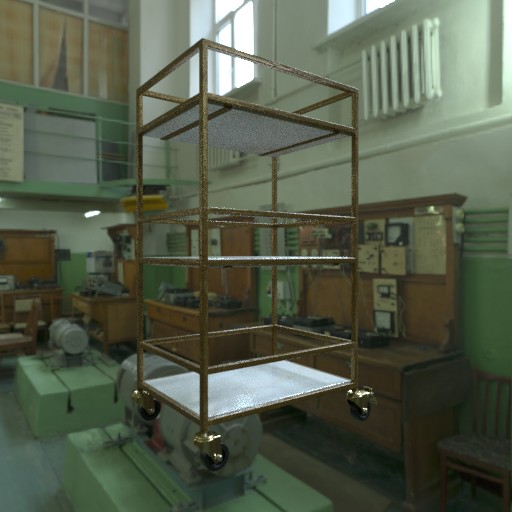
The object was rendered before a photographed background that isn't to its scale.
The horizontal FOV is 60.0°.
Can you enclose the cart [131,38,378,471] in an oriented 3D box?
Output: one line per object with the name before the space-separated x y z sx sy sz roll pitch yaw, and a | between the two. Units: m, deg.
cart | 0.000 0.000 1.028 0.483 0.761 0.332 0 1 -36
